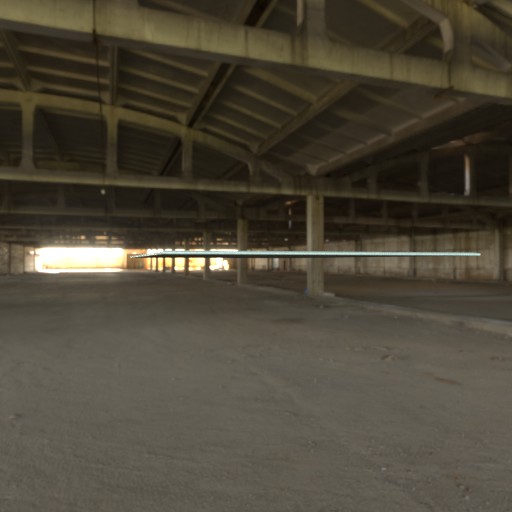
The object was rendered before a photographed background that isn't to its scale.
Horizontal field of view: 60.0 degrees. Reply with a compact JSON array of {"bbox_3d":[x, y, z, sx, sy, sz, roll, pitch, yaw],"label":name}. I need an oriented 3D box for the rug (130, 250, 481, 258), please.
[{"bbox_3d":[0.000,0.000,2.394,1.219,0.012,1.840,0,-1,-19],"label":"rug"}]
